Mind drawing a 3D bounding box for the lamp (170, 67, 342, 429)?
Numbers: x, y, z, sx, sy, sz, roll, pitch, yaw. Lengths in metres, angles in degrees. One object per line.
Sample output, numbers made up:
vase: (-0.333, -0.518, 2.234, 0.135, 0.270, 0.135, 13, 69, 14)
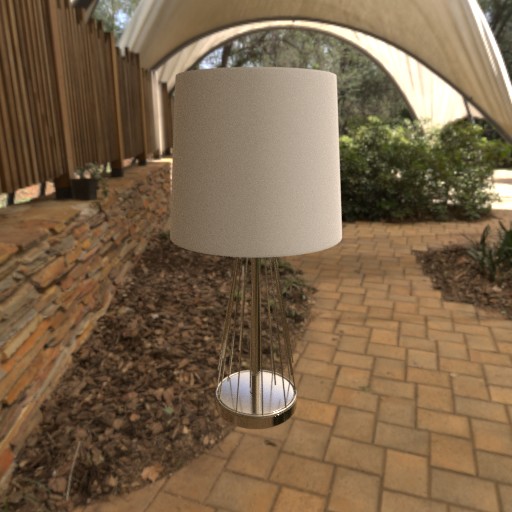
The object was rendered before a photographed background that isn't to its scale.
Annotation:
lamp: (0.000, 0.000, 0.806, 0.303, 0.618, 0.303, 0, 16, 0)
